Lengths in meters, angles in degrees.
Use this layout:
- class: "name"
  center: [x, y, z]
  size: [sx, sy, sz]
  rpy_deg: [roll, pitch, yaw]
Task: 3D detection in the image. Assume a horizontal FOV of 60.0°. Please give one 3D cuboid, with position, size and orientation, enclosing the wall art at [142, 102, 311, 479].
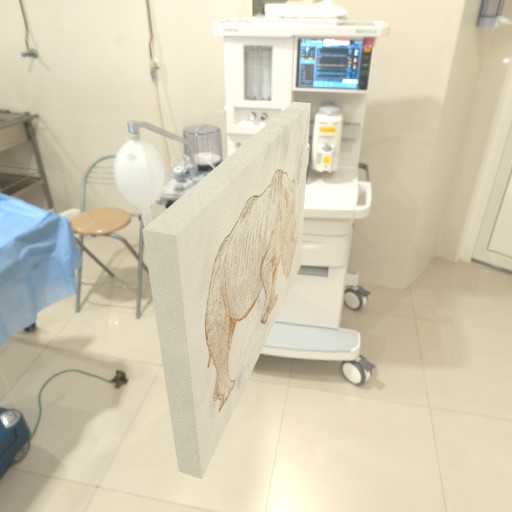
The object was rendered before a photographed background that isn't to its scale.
- class: "wall art"
  center: [0.000, 0.000, 0.795]
  size: [0.038, 0.407, 0.609]
  rpy_deg: [10, 33, 16]
